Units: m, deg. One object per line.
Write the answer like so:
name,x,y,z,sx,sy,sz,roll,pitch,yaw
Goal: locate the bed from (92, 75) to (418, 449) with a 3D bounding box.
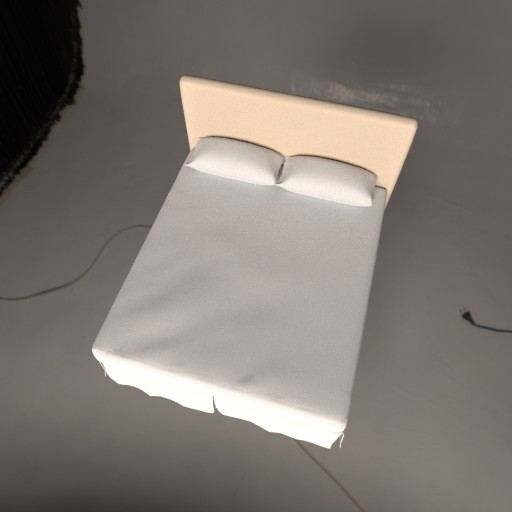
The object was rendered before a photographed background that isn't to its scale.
bed,0.000,0.000,3.329,1.884,1.330,2.142,14,59,8
